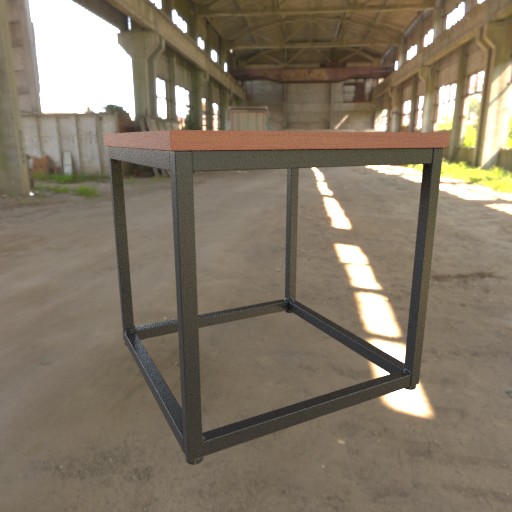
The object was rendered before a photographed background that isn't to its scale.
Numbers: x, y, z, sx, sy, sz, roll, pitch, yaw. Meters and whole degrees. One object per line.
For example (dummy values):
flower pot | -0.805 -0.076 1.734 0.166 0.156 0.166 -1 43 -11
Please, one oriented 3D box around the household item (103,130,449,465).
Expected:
household item | 0.000 0.000 0.751 0.400 0.400 0.400 -8 16 -26
